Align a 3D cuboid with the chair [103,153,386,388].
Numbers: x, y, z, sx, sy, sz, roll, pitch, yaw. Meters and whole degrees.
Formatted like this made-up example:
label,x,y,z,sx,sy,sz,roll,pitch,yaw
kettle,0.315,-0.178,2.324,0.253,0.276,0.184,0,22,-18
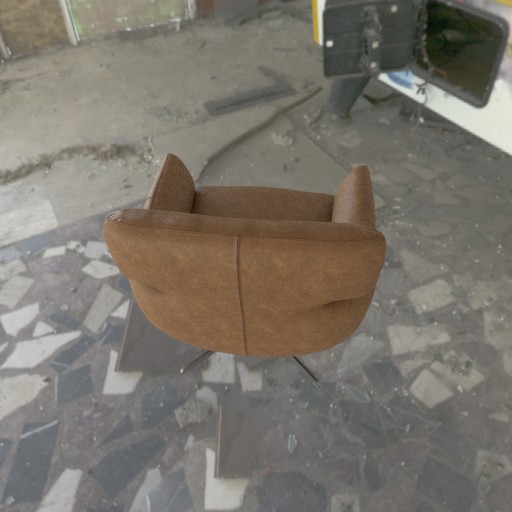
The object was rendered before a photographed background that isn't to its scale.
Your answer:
label,x,y,z,sx,sy,sz,roll,pitch,yaw
chair,0.000,0.000,1.366,0.706,0.812,0.715,4,47,4
